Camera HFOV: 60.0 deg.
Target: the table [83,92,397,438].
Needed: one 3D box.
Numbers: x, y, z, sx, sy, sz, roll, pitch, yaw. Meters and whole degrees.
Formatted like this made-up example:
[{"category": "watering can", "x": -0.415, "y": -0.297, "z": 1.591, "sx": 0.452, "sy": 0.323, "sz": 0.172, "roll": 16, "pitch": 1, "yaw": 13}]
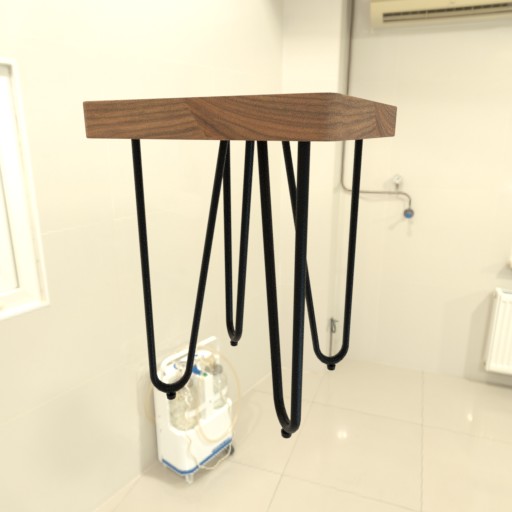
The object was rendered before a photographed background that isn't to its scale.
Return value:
[{"category": "table", "x": 0.000, "y": 0.000, "z": 0.989, "sx": 0.480, "sy": 0.641, "sz": 0.479, "roll": 8, "pitch": 18, "yaw": 26}]
